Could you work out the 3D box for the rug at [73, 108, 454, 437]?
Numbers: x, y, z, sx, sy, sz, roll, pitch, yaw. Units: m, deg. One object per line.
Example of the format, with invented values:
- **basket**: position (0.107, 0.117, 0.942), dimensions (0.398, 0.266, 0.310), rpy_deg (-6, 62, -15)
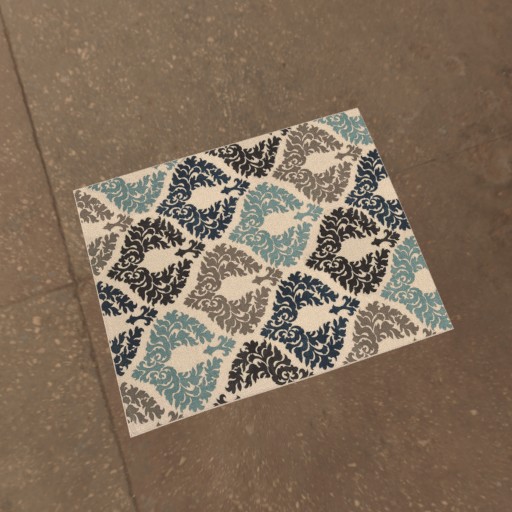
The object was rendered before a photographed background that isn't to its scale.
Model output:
- **rug**: position (0.000, 0.000, 4.222), dimensions (3.040, 0.014, 2.423), rpy_deg (-17, 76, -5)
